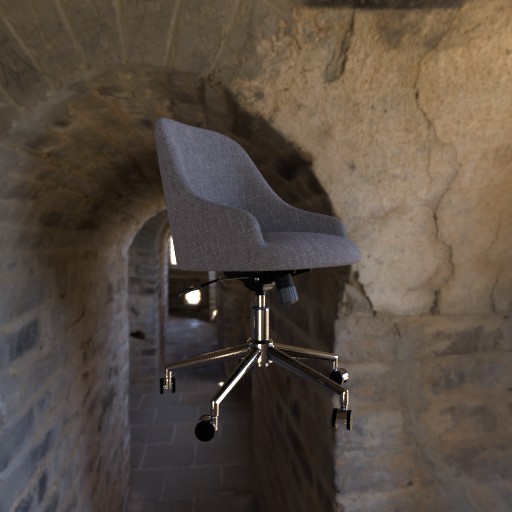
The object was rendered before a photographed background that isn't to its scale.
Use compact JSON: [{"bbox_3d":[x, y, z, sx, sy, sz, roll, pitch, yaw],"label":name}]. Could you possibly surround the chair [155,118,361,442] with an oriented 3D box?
[{"bbox_3d":[0.000,0.000,1.441,0.712,0.950,0.671,2,3,37],"label":"chair"}]
